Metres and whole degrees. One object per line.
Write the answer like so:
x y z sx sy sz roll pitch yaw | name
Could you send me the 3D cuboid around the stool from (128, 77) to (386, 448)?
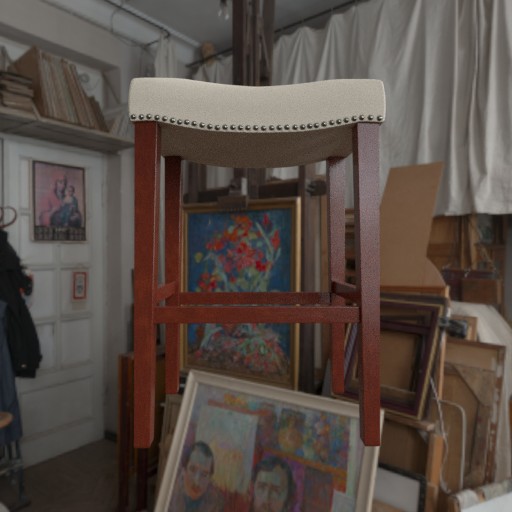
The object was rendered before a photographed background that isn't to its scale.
0.000 0.000 1.039 0.504 0.742 0.372 0 0 -1 | stool
